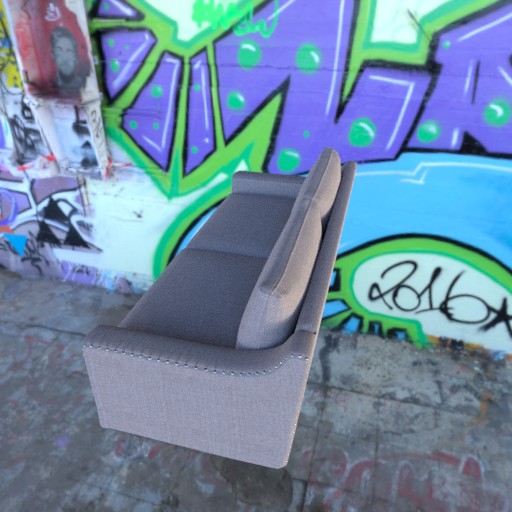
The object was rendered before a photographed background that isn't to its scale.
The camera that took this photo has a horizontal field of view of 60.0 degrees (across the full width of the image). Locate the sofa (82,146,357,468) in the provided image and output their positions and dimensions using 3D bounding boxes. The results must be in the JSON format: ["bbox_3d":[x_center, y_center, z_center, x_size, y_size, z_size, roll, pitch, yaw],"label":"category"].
[{"bbox_3d":[0.000,0.000,2.713,1.000,0.857,2.208,8,32,13],"label":"sofa"}]
